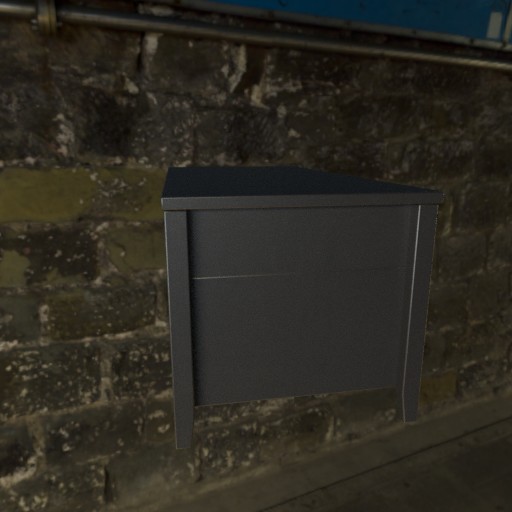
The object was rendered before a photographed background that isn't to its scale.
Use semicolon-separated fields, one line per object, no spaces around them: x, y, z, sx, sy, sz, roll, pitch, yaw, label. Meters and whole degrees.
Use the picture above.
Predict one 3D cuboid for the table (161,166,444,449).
0.000;0.000;1.267;0.483;0.457;1.016;-2;14;-10;table
